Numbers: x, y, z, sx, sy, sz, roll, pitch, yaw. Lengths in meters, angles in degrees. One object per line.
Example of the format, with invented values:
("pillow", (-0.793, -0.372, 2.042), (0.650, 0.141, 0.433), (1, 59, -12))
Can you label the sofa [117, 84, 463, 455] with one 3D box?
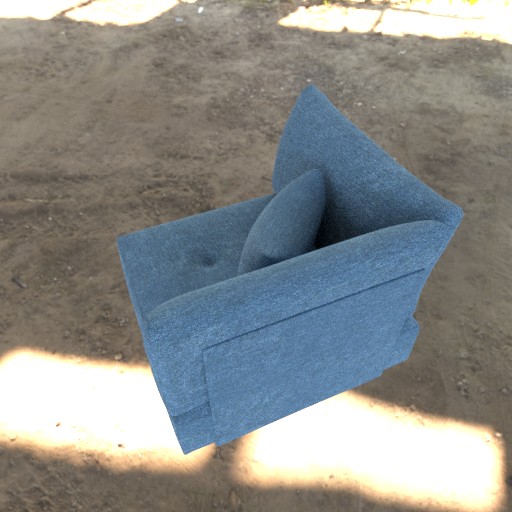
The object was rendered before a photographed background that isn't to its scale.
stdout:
("sofa", (0.000, 0.000, 1.735), (1.000, 0.820, 1.000), (-17, 48, -16))
